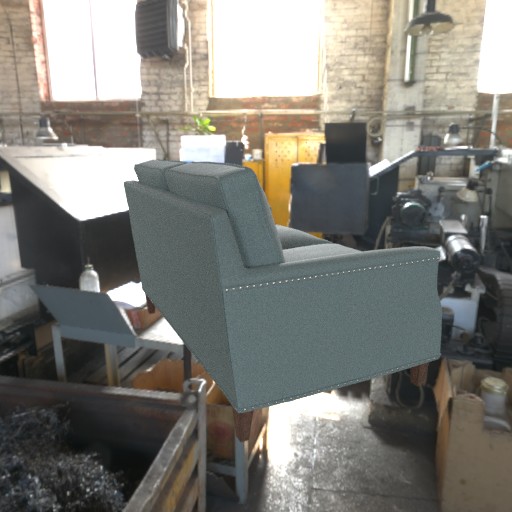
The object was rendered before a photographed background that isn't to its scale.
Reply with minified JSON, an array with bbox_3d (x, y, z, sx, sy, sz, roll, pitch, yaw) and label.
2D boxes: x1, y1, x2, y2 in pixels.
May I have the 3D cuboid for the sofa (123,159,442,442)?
[{"bbox_3d":[0.000,0.000,2.345,1.084,1.003,1.597,-7,16,-25],"label":"sofa"}]
